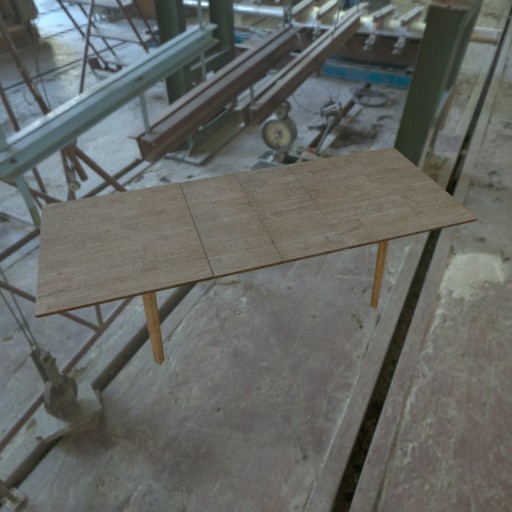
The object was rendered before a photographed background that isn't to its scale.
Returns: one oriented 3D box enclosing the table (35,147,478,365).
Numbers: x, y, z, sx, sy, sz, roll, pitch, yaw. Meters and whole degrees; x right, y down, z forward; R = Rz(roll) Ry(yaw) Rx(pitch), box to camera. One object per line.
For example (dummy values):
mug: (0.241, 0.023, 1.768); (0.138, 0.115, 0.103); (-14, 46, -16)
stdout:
table: (0.000, 0.000, 3.079); (2.603, 0.752, 1.000); (-12, 42, -14)
